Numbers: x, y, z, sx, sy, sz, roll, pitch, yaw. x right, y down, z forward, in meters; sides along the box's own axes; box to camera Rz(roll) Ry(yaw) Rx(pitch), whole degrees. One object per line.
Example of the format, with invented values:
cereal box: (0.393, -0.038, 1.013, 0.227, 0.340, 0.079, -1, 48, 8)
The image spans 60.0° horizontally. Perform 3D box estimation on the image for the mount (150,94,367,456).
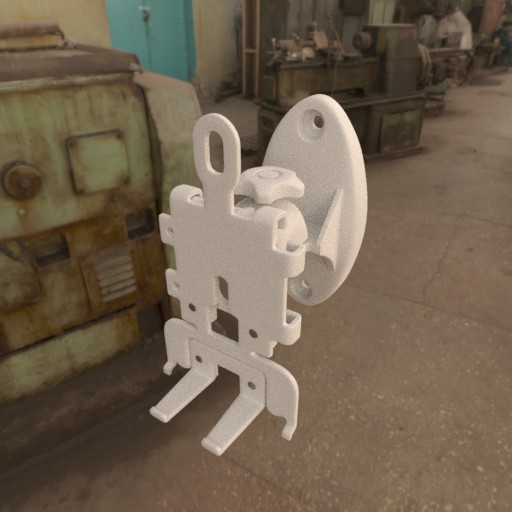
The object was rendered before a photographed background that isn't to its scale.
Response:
mount: (0.000, 0.000, 0.176, 0.066, 0.118, 0.100, 18, 35, 29)
